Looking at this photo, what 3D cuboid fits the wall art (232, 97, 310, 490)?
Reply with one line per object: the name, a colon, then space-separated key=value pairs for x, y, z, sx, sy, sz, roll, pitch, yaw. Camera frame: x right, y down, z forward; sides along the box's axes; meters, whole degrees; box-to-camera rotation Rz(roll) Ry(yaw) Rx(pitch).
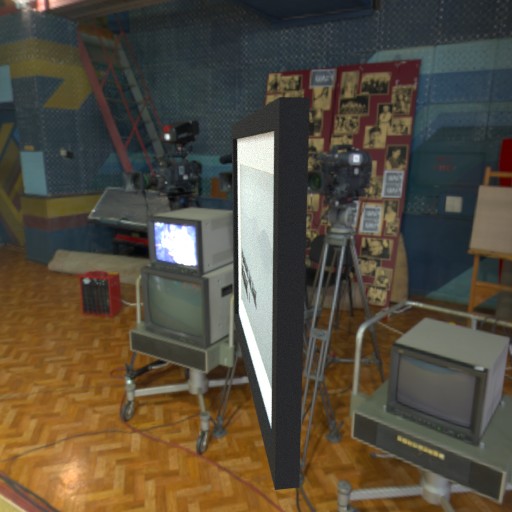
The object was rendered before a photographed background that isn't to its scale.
wall art: x=0.000 y=0.000 z=0.756 sx=0.030 sy=0.454 sz=0.554 roll=-2 pitch=14 yaw=-8
